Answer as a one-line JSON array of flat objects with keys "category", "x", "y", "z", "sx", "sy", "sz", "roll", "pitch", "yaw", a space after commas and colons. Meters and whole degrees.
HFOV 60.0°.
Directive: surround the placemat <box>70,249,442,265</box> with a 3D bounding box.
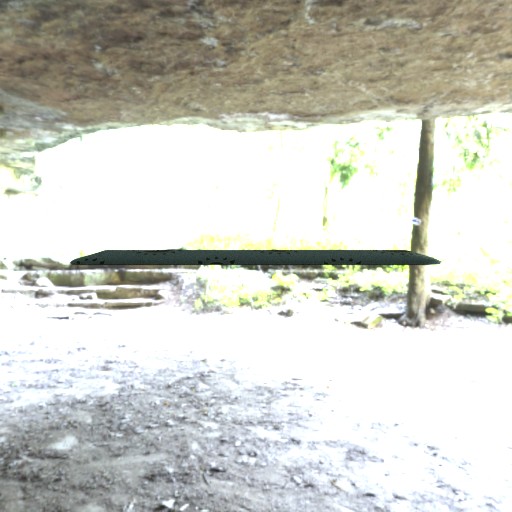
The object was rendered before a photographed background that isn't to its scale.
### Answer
[{"category": "placemat", "x": 0.000, "y": 0.000, "z": 0.954, "sx": 0.508, "sy": 0.021, "sz": 0.762, "roll": 0, "pitch": 0, "yaw": 0}]
